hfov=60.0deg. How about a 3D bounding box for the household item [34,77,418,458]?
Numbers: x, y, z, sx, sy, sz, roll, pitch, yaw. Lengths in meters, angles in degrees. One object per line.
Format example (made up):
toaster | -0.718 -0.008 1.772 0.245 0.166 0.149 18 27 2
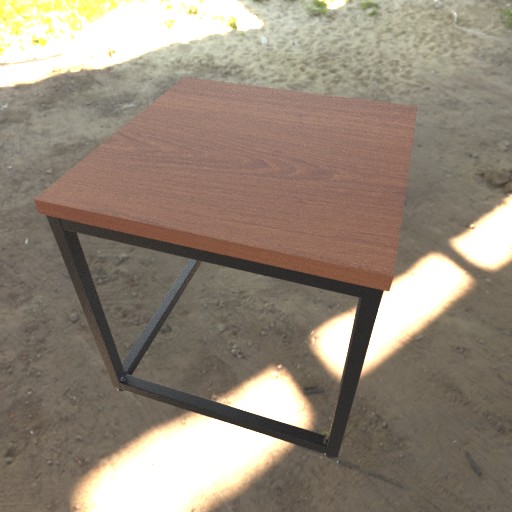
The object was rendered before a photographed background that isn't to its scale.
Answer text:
household item | 0.000 0.000 0.731 0.400 0.400 0.400 12 43 13
